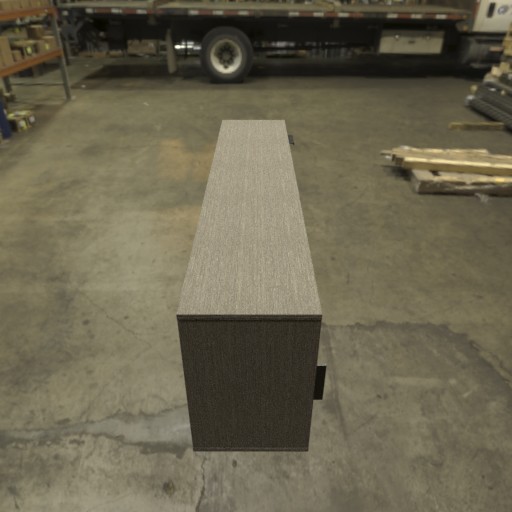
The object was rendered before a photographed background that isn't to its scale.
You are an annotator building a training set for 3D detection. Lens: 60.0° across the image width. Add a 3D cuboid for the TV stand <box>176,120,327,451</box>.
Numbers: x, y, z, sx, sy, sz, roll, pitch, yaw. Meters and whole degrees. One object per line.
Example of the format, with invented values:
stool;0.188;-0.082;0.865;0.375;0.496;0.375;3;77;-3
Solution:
TV stand;0.000;0.000;2.101;0.405;0.787;1.804;0;32;0
